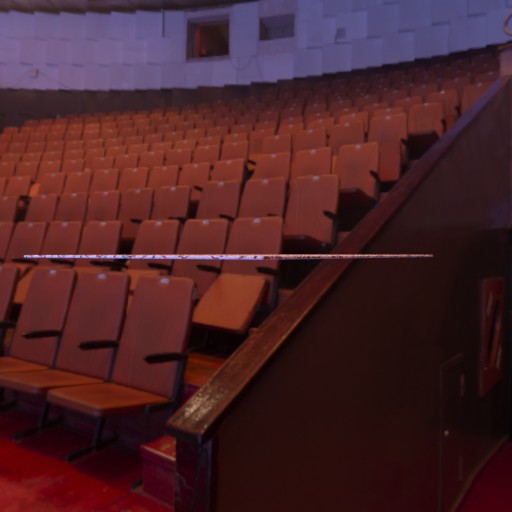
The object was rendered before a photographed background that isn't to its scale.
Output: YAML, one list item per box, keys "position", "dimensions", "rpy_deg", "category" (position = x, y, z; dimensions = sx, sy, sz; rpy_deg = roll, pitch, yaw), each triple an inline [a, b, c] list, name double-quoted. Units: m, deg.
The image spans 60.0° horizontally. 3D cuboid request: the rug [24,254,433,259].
- position: [0.000, 0.000, 4.260]
  dimensions: [2.446, 0.020, 3.215]
  rpy_deg: [0, 0, 36]
  category: "rug"
